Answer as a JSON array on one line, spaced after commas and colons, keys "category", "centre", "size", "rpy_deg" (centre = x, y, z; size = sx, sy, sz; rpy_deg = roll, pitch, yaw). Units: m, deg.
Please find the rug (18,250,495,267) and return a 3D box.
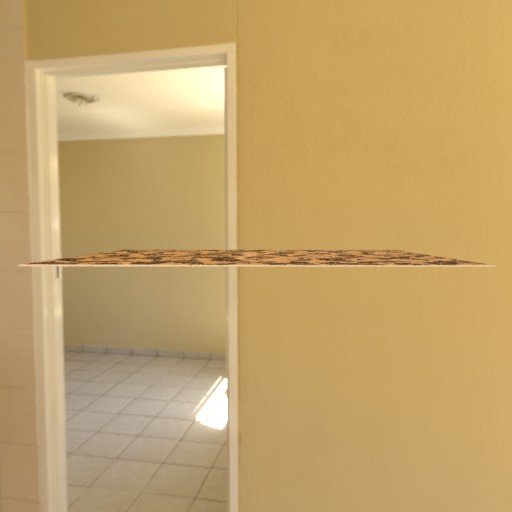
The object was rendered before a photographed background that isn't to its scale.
[{"category": "rug", "centre": [0.000, 0.000, 2.858], "size": [2.284, 0.008, 1.522], "rpy_deg": [0, 4, 1]}]
